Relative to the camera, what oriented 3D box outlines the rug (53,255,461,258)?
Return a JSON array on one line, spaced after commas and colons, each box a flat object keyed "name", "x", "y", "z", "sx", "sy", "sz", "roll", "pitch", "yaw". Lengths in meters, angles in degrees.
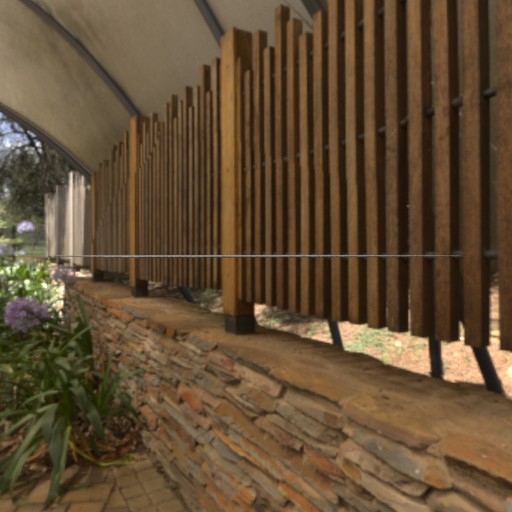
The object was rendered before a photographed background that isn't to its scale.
[{"name": "rug", "x": 0.000, "y": 0.000, "z": 5.291, "sx": 3.957, "sy": 0.011, "sz": 2.894, "roll": 0, "pitch": 0, "yaw": -35}]
